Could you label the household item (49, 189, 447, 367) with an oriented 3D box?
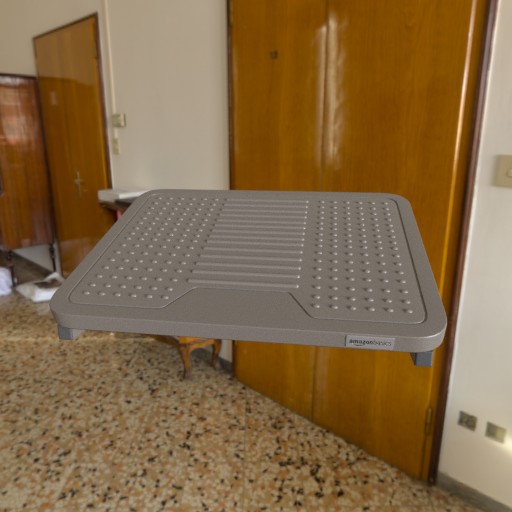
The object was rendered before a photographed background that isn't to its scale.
[{"bbox_3d":[0.000,0.000,0.543,0.390,0.126,0.301,2,15,9],"label":"household item"}]
